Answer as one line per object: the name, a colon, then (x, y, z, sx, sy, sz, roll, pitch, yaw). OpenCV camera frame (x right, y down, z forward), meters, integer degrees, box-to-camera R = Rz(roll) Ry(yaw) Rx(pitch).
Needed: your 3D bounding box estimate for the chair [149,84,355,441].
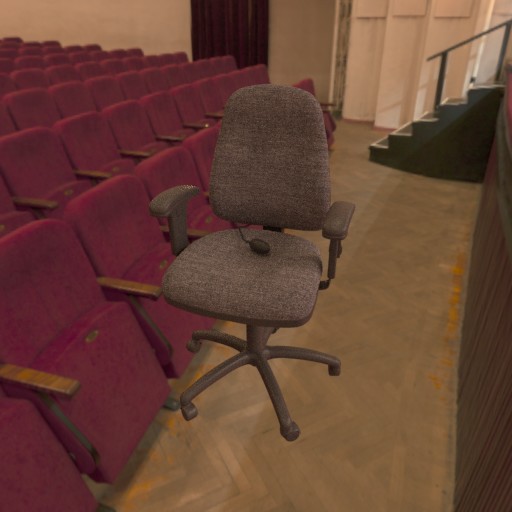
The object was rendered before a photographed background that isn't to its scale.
chair: (0.000, 0.000, 1.297, 0.550, 0.910, 0.530, 8, 29, 15)
